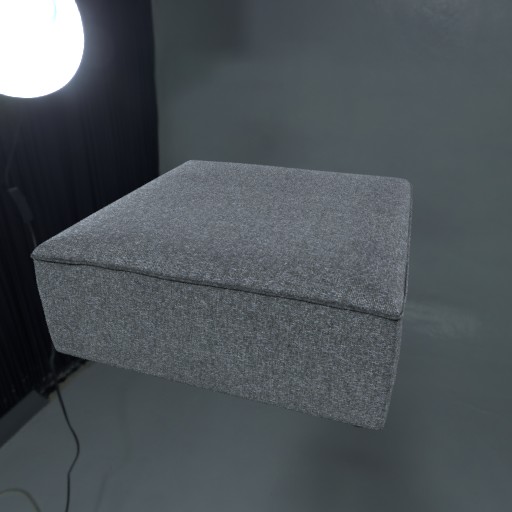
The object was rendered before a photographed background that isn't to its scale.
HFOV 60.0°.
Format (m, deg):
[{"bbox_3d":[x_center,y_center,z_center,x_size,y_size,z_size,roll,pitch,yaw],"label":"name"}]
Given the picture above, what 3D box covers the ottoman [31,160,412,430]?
[{"bbox_3d":[0.000,0.000,1.579,1.017,0.423,1.021,9,28,17],"label":"ottoman"}]
